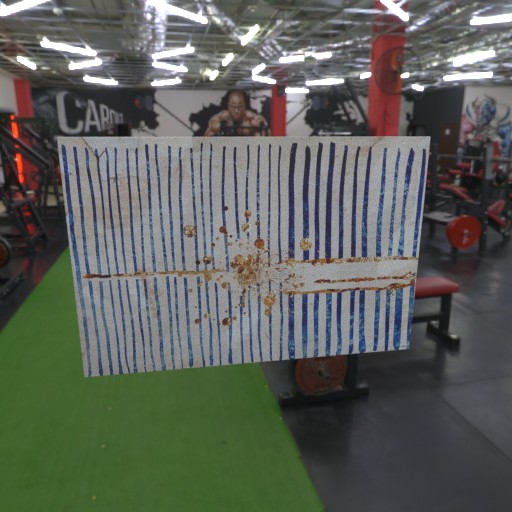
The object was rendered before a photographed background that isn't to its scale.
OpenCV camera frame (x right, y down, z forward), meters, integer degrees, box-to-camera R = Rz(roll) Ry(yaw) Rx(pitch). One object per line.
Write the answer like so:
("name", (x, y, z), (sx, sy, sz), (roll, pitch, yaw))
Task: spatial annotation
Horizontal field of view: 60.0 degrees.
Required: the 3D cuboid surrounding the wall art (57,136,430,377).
("wall art", (0.000, 0.000, 1.459), (1.143, 0.757, 0.038), (-3, 16, -10))
